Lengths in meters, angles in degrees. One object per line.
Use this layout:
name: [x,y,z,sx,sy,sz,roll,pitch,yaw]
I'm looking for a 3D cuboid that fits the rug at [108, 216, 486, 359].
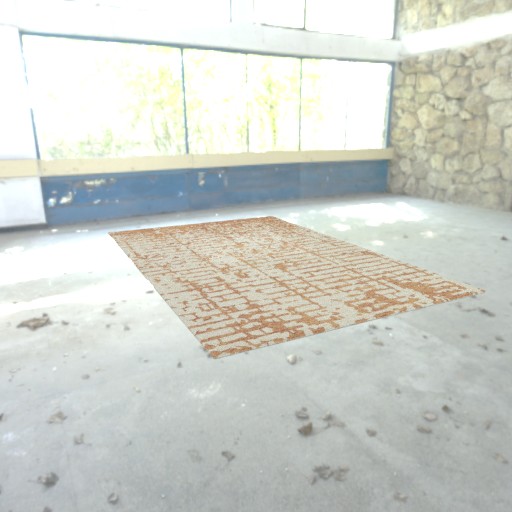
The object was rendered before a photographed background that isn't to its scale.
rug: [0.000,0.000,2.360,1.219,0.011,1.829,-8,18,-26]
